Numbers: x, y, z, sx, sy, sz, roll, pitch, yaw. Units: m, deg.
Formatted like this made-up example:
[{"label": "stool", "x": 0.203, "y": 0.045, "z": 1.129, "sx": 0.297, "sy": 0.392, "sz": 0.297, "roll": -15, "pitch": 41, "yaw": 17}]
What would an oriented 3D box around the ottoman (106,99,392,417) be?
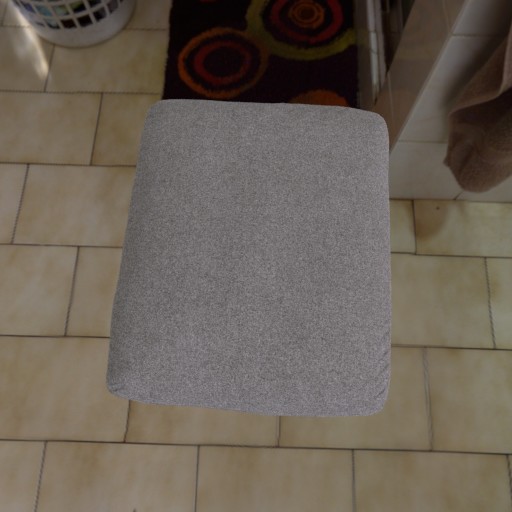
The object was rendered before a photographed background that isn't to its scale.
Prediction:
[{"label": "ottoman", "x": 0.000, "y": 0.000, "z": 1.253, "sx": 0.683, "sy": 0.481, "sz": 0.837, "roll": 4, "pitch": 73, "yaw": 1}]
